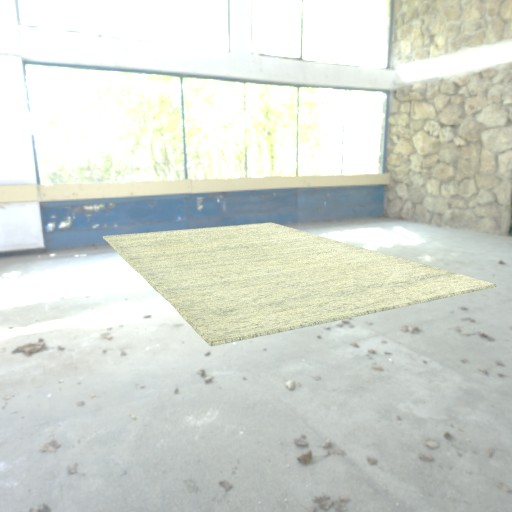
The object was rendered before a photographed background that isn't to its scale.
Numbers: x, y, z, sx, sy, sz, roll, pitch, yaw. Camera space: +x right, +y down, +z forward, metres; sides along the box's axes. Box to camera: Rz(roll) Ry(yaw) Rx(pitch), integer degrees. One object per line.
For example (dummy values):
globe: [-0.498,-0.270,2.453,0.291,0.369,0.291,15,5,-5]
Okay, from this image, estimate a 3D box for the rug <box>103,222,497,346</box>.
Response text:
rug: [0.000,0.000,2.293,1.243,0.014,1.846,-7,15,-27]
